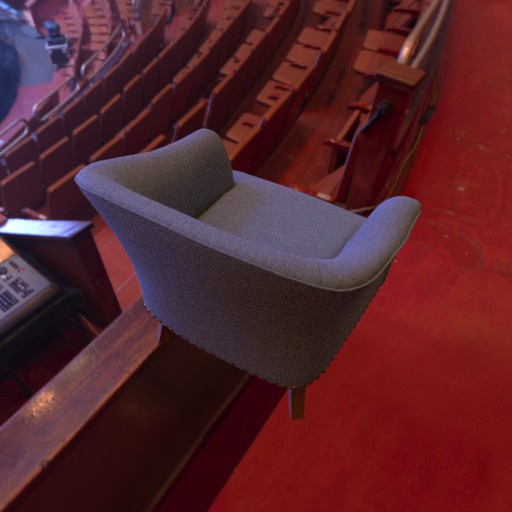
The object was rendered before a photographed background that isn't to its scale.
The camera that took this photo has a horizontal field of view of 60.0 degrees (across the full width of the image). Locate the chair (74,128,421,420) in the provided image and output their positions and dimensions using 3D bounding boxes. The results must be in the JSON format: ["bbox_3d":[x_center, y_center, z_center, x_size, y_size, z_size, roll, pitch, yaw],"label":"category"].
[{"bbox_3d":[0.000,0.000,1.372,0.798,0.815,0.704,24,51,21],"label":"chair"}]
